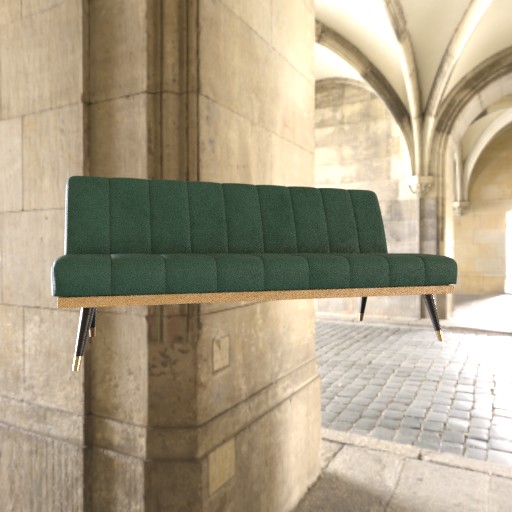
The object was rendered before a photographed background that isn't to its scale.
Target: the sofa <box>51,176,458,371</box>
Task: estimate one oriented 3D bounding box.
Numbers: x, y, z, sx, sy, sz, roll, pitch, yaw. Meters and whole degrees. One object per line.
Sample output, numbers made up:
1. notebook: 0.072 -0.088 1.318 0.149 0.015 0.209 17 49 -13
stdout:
1. sofa: 0.000 0.000 2.233 1.810 0.820 0.830 0 1 -19
